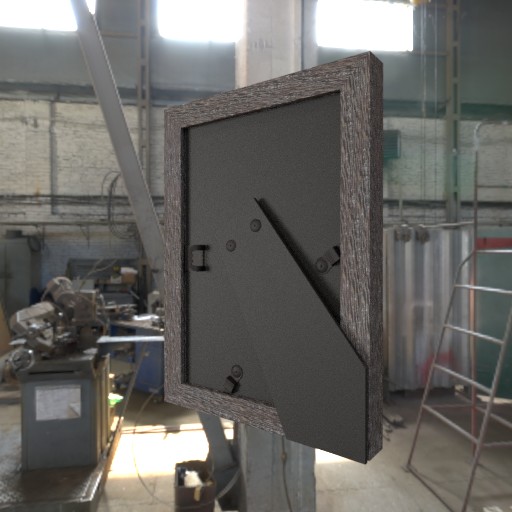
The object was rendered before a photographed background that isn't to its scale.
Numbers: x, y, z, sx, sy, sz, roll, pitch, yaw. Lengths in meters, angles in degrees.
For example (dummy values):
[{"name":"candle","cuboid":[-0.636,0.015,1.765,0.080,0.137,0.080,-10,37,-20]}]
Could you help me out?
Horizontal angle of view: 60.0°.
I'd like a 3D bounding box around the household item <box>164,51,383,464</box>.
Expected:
[{"name":"household item","cuboid":[0.000,0.000,0.239,0.133,0.180,0.020,0,0,37]}]
